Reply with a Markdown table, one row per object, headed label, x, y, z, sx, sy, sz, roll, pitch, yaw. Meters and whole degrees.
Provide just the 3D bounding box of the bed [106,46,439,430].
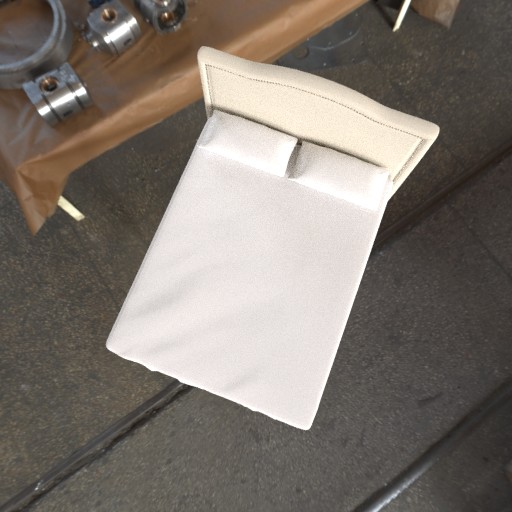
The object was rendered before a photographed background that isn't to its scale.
| label | x | y | z | sx | sy | sz | roll | pitch | yaw |
| --- | --- | --- | --- | --- | --- | --- | --- | --- | --- |
| bed | 0.000 | 0.000 | 3.301 | 1.741 | 1.449 | 2.196 | 21 | 78 | 5 |
